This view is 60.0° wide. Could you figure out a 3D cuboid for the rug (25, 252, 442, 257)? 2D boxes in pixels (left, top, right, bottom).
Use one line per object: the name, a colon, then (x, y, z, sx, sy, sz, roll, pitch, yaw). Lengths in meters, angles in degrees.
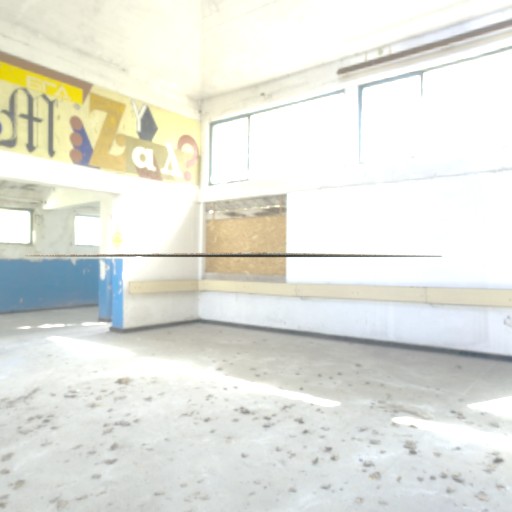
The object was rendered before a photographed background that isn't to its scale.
rug: (0.000, 0.000, 4.084, 2.441, 0.011, 3.050, 0, 0, 38)
